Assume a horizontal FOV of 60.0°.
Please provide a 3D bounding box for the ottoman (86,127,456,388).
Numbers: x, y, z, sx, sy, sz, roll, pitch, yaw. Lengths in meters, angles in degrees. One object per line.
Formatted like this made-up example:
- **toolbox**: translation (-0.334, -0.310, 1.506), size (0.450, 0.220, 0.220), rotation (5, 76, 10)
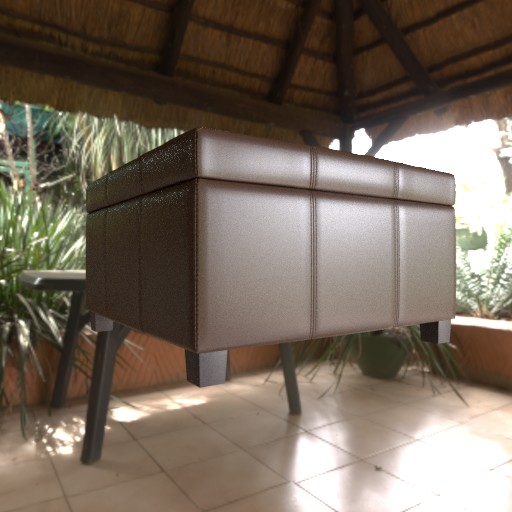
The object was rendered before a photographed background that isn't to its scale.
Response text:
- **ottoman**: translation (0.000, 0.000, 1.285), size (0.787, 0.460, 0.788), rotation (0, 0, -34)
